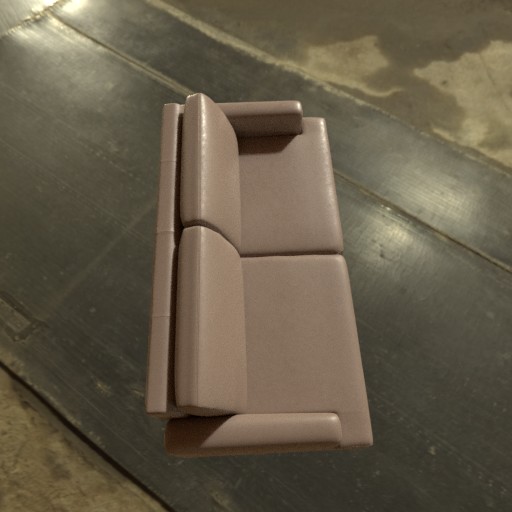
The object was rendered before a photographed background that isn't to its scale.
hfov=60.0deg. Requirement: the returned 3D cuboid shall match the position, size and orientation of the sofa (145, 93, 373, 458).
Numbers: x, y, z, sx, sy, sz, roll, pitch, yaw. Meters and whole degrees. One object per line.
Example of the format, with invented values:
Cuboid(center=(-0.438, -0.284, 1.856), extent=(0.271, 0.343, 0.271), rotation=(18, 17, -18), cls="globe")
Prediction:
Cuboid(center=(0.000, 0.000, 2.371), extent=(0.974, 0.765, 1.940), rotation=(-2, 64, -1), cls="sofa")
